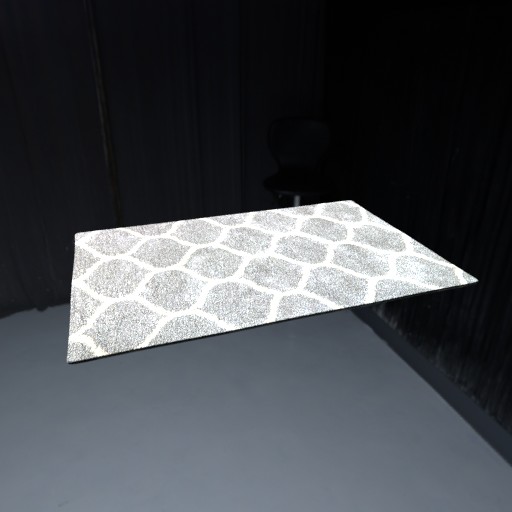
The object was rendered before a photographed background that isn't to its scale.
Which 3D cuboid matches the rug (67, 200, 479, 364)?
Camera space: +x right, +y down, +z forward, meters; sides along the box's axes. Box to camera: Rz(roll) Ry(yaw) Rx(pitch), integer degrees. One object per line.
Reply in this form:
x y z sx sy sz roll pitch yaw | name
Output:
0.000 0.000 3.469 2.701 0.026 1.801 -9 28 -17 | rug
